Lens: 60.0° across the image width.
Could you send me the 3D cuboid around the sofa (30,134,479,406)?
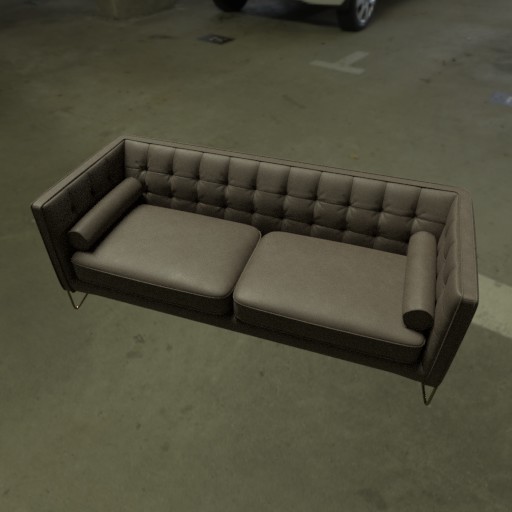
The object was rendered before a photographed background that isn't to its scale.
[{"bbox_3d":[0.000,0.000,2.457,2.087,0.789,0.867,12,42,14],"label":"sofa"}]
